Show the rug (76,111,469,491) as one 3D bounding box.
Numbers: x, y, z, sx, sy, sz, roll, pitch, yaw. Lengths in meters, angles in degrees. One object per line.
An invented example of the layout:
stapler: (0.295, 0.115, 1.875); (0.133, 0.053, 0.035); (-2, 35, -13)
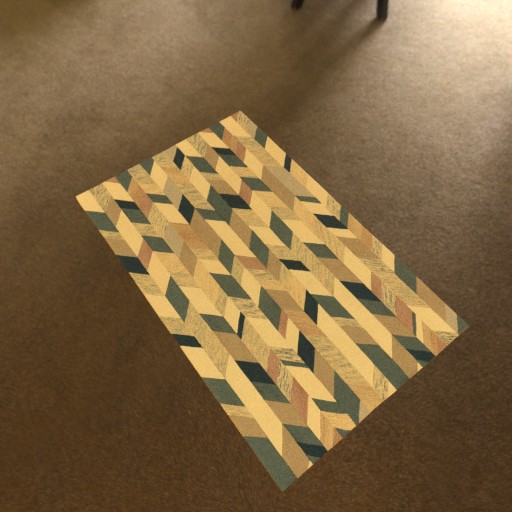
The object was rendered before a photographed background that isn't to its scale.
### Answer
rug: (0.000, 0.000, 3.013); (1.513, 0.008, 2.423); (-33, 65, -18)
